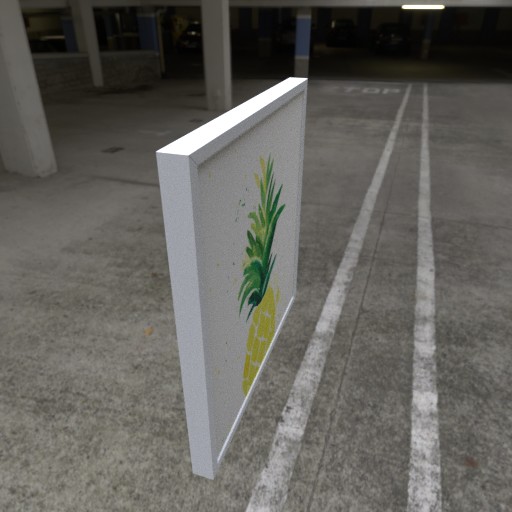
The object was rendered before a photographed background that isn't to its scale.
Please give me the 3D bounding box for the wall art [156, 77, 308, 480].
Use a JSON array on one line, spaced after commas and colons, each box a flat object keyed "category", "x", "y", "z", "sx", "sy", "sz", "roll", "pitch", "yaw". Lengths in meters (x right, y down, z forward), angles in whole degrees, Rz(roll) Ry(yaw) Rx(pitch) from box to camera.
[{"category": "wall art", "x": 0.000, "y": 0.000, "z": 0.765, "sx": 0.035, "sy": 0.507, "sz": 0.508, "roll": 10, "pitch": 31, "yaw": 16}]
